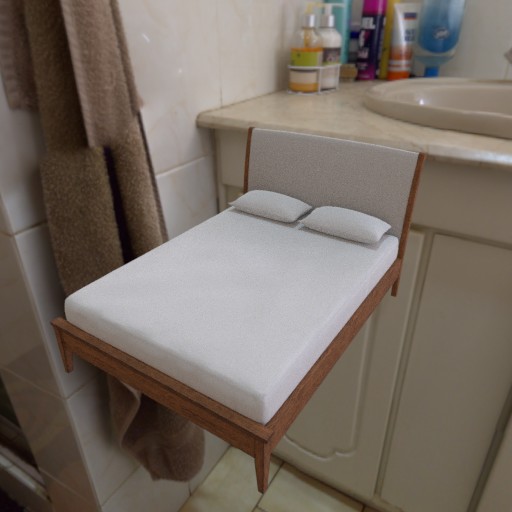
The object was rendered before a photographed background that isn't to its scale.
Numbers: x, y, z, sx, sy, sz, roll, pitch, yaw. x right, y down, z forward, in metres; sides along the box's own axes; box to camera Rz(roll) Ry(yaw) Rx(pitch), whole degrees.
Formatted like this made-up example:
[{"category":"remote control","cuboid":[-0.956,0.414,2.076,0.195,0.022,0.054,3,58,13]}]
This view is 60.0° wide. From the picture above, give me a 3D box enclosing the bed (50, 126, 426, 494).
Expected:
[{"category":"bed","cuboid":[0.000,0.000,2.916,1.502,1.135,2.108,18,33,29]}]
